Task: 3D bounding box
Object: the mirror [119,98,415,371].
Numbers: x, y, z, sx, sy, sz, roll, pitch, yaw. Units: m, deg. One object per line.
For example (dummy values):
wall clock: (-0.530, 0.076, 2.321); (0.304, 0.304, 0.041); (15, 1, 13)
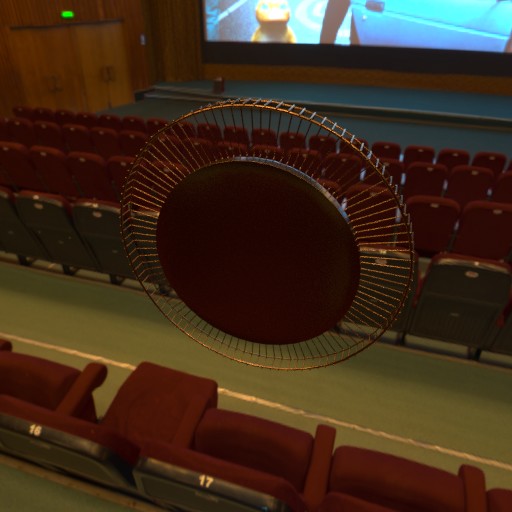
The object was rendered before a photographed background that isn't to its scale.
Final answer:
mirror: (0.000, 0.000, 1.044); (0.703, 0.703, 0.067); (9, 33, 15)
